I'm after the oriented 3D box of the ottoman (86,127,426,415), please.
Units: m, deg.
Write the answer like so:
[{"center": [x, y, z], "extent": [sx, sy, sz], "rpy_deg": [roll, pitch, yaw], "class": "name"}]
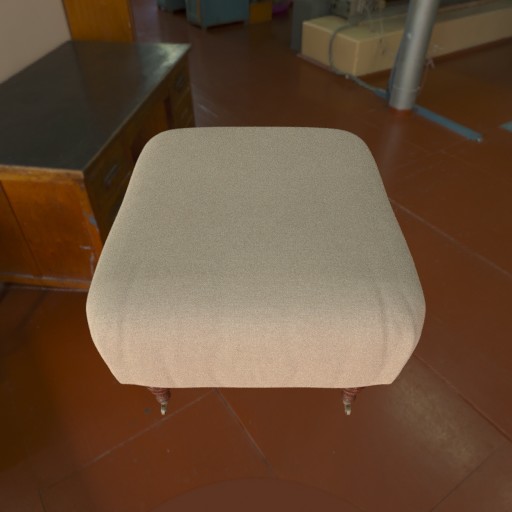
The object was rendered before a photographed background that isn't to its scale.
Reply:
[{"center": [0.000, 0.000, 1.131], "extent": [0.639, 0.450, 0.746], "rpy_deg": [0, 42, 0], "class": "ottoman"}]
